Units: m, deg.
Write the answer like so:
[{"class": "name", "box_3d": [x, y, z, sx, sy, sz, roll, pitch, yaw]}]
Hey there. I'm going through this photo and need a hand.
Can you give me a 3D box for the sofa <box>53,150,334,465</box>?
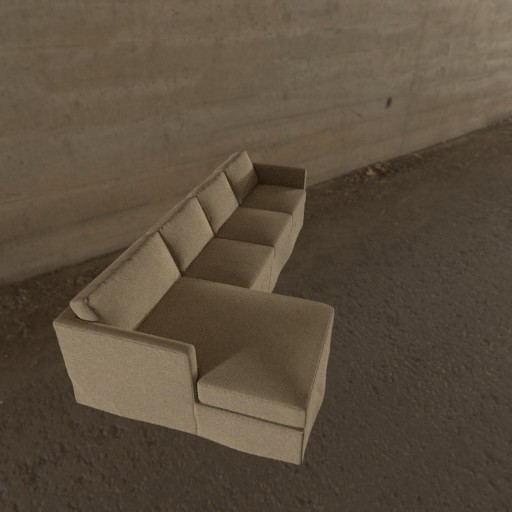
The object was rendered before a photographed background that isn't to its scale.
[{"class": "sofa", "box_3d": [0.000, 0.000, 3.924, 1.638, 0.920, 3.198, 9, 32, 15]}]
